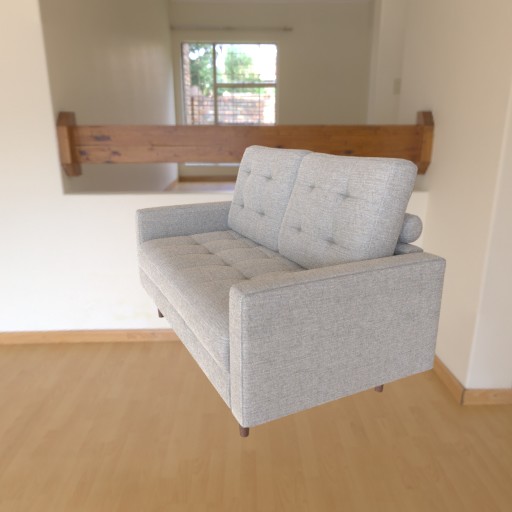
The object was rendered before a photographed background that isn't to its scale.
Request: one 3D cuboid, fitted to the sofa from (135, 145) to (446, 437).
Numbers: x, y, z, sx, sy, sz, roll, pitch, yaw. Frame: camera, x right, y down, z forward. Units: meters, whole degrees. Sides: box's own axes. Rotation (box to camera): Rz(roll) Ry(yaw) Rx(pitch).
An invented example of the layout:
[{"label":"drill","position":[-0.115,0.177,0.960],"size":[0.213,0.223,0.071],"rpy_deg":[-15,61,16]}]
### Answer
[{"label":"sofa","position":[0.000,0.000,1.986],"size":[0.842,0.907,1.407],"rpy_deg":[-8,18,-25]}]
